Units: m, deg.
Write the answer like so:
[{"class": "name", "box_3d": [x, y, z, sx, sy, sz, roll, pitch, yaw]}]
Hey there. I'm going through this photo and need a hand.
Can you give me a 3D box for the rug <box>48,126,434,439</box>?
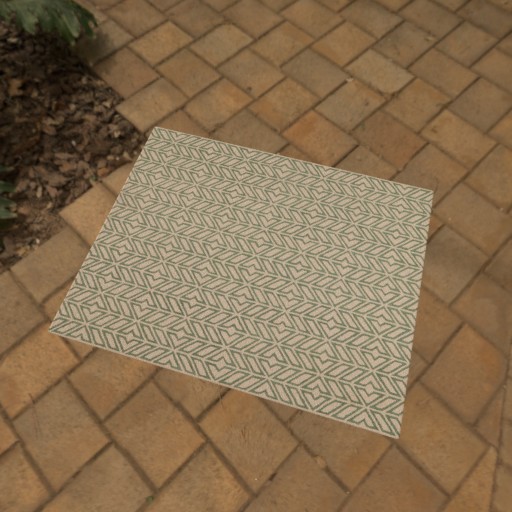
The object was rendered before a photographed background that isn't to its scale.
[{"class": "rug", "box_3d": [0.000, 0.000, 4.175, 3.050, 0.017, 2.441, 15, 64, 7]}]
